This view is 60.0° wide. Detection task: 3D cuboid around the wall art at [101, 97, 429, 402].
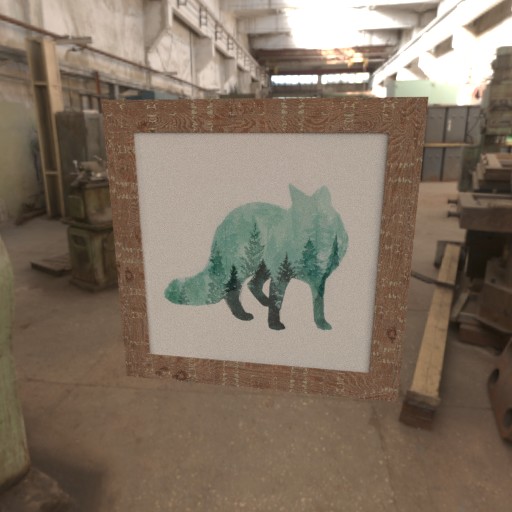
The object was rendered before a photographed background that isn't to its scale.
[{"bbox_3d":[0.000,0.000,0.574,0.384,0.384,0.012,3,17,9],"label":"wall art"}]
